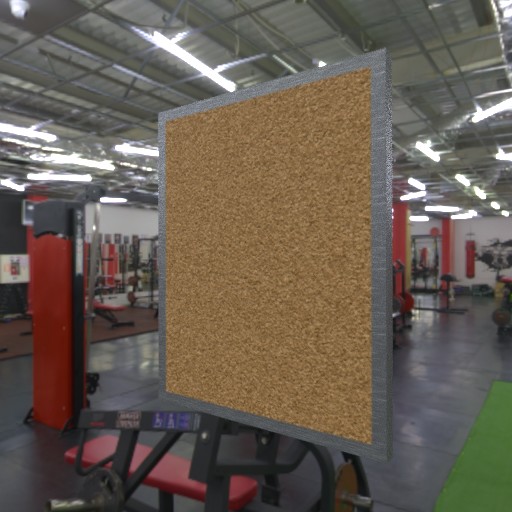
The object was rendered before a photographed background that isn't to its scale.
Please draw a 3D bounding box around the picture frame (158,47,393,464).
[{"bbox_3d":[0.000,0.000,0.740,0.454,0.559,0.029,0,0,36],"label":"picture frame"}]
